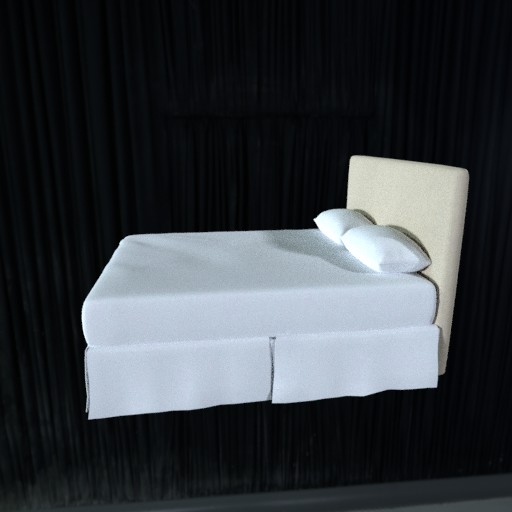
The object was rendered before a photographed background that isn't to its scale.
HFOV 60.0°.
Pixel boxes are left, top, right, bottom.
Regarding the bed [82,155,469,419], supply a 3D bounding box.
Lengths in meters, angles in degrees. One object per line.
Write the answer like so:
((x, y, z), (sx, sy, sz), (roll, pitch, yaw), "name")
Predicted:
((0.000, 0.000, 3.160), (2.142, 1.330, 1.723), (-2, 15, -8), "bed")
